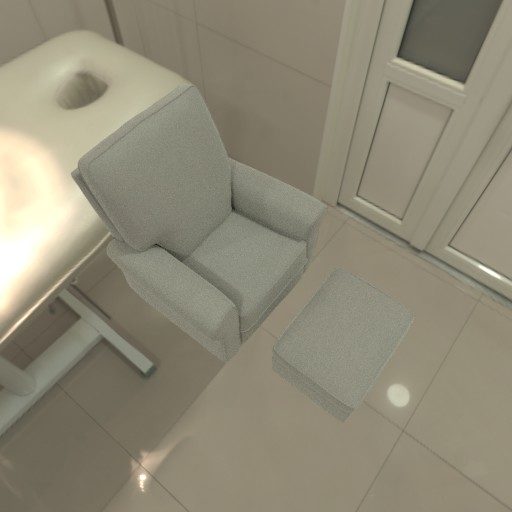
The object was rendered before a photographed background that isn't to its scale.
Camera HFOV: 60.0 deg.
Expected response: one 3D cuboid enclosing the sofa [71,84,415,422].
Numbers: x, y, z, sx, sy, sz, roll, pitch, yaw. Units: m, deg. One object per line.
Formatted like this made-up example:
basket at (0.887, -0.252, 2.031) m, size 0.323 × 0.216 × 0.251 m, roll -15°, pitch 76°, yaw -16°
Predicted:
sofa at (0.000, 0.000, 2.063) m, size 1.478 × 0.959 × 0.880 m, roll 34°, pitch 64°, yaw 19°
